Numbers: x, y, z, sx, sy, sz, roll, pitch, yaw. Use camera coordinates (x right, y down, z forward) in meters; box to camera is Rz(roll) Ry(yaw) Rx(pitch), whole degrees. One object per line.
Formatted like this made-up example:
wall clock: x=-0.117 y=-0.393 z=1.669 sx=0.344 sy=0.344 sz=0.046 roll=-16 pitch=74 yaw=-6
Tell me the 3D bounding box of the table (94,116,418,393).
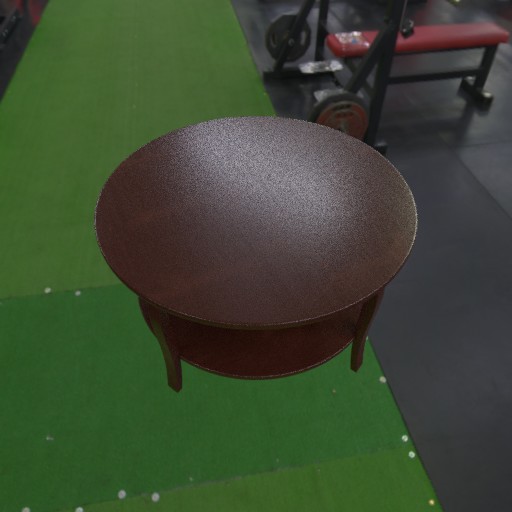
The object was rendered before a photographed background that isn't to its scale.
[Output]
table: x=0.000 y=0.000 z=1.468 sx=0.911 sy=0.512 sz=0.911 roll=0 pitch=46 yaw=0
